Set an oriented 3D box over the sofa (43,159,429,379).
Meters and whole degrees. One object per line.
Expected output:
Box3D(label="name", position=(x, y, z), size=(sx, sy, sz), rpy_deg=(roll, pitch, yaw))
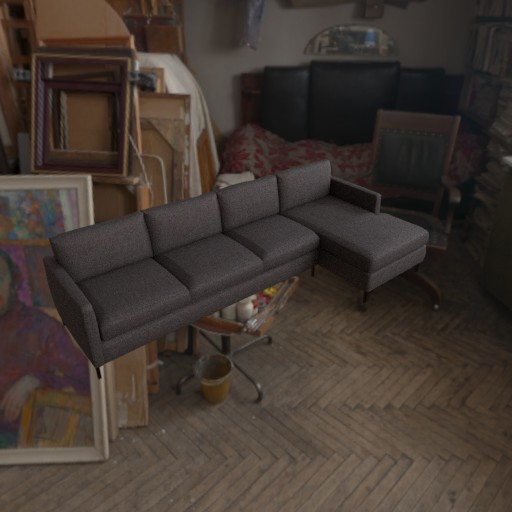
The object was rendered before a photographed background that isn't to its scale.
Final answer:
Box3D(label="sofa", position=(0.000, 0.000, 3.960), size=(3.221, 0.892, 1.483), rpy_deg=(-22, 37, -32))
